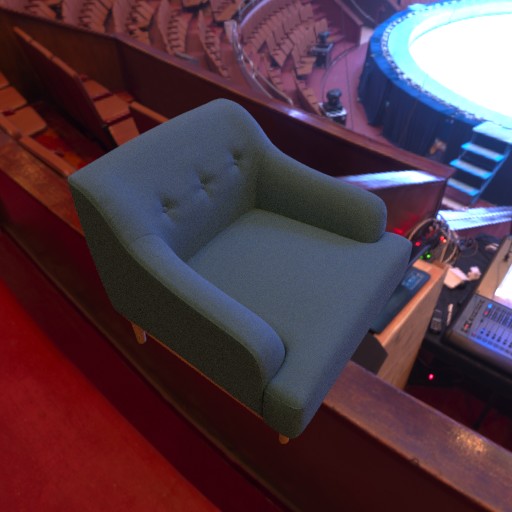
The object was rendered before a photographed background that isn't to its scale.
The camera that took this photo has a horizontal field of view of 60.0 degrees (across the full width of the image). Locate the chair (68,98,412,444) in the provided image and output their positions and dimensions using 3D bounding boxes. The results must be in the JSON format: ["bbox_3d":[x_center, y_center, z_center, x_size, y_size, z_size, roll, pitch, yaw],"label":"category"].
[{"bbox_3d":[0.000,0.000,1.710,0.951,0.818,0.946,25,47,25],"label":"chair"}]
